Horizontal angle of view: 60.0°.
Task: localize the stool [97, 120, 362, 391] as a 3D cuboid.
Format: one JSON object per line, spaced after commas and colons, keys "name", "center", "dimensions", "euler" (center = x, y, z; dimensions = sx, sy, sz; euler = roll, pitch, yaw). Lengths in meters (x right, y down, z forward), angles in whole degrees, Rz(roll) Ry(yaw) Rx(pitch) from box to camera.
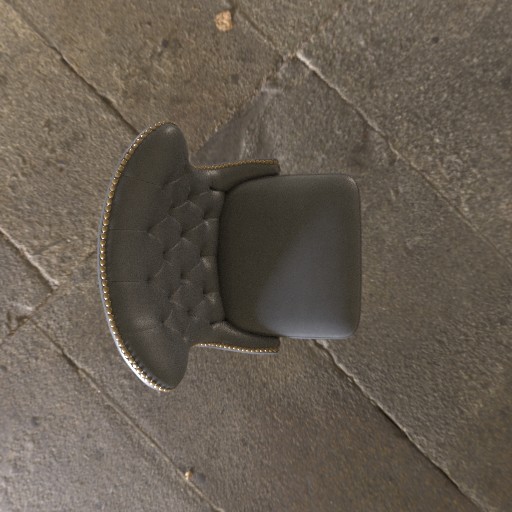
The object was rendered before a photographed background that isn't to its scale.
{"name": "stool", "center": [0.000, 0.000, 1.290], "dimensions": [0.593, 0.971, 0.528], "euler": [0, 90, 0]}
